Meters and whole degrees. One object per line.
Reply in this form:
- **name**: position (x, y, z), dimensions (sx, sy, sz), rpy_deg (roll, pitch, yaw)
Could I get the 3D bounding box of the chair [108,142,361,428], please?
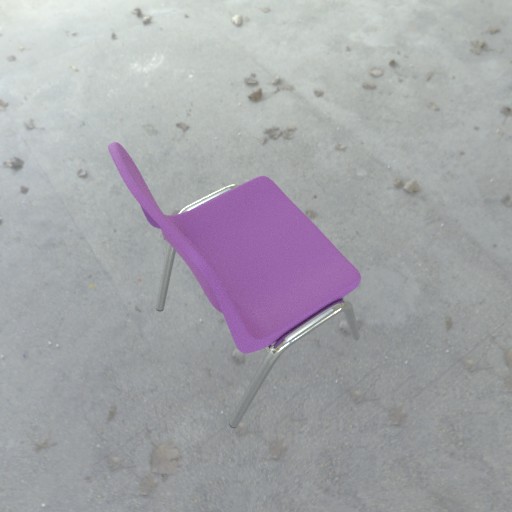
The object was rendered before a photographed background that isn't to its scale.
- **chair**: position (0.000, 0.000, 0.681), dimensions (0.301, 0.493, 0.291), rpy_deg (-30, 62, -18)
